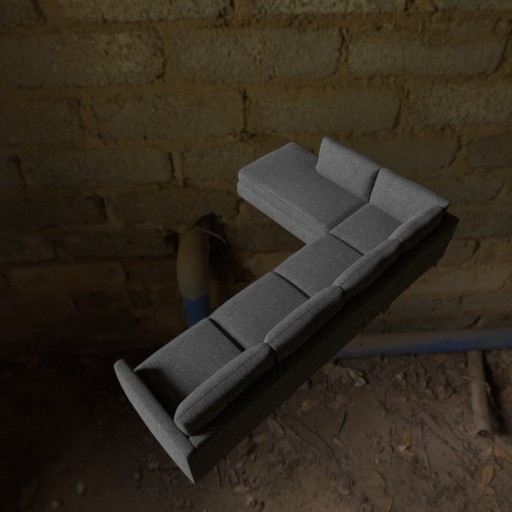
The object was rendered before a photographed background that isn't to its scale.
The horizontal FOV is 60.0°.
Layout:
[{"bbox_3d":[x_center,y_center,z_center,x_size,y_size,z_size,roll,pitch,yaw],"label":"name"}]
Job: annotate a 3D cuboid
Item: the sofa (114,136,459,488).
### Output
[{"bbox_3d":[0.000,0.000,3.747,2.949,0.815,2.007,-34,56,-28],"label":"sofa"}]
